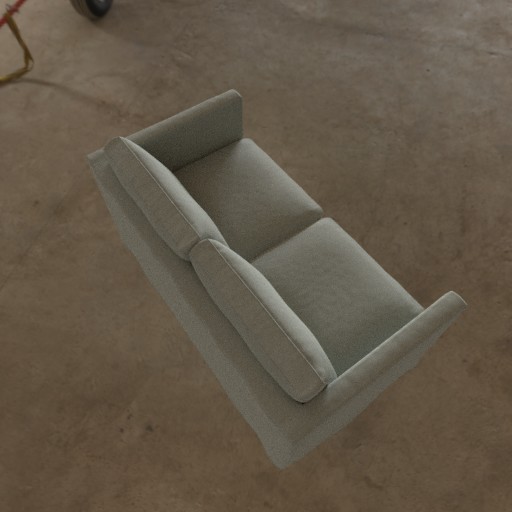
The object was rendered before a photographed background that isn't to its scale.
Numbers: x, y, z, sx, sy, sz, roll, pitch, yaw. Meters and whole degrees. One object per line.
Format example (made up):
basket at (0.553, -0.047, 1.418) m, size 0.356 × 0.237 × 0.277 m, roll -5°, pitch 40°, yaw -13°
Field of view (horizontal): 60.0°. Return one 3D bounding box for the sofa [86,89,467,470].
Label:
sofa at (0.000, 0.000, 2.258) m, size 0.944 × 0.830 × 1.727 m, roll -31°, pitch 63°, yaw -18°
